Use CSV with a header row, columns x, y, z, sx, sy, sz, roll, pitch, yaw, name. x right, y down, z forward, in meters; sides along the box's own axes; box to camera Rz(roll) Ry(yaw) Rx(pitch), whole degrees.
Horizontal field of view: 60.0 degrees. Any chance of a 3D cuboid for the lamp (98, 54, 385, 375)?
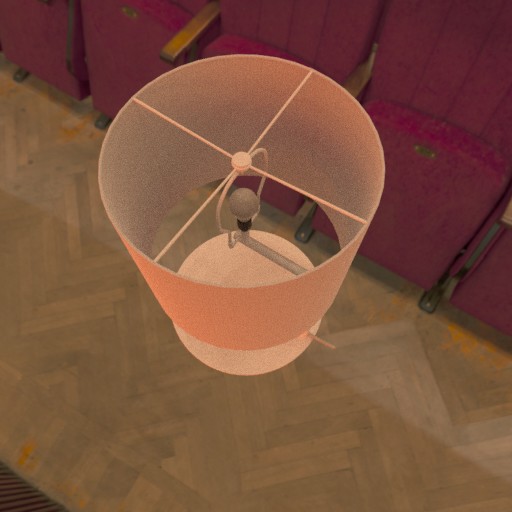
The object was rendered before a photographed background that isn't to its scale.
x,y,z,sx,sy,sz,roll,pitch,yaw,name
0.000,0.000,0.666,0.341,0.454,0.299,31,68,14,lamp
